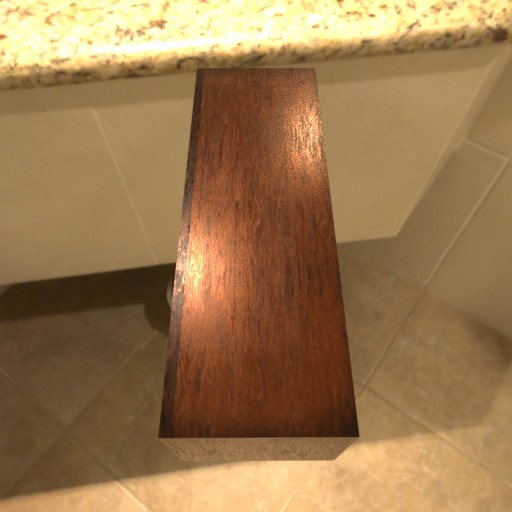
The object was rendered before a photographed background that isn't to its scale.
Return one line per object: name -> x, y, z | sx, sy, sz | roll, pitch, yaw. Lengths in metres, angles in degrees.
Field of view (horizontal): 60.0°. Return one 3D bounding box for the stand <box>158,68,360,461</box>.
stand -> 0.000, 0.000, 1.651 | 0.481, 0.610, 1.372 | 0, 58, 0
